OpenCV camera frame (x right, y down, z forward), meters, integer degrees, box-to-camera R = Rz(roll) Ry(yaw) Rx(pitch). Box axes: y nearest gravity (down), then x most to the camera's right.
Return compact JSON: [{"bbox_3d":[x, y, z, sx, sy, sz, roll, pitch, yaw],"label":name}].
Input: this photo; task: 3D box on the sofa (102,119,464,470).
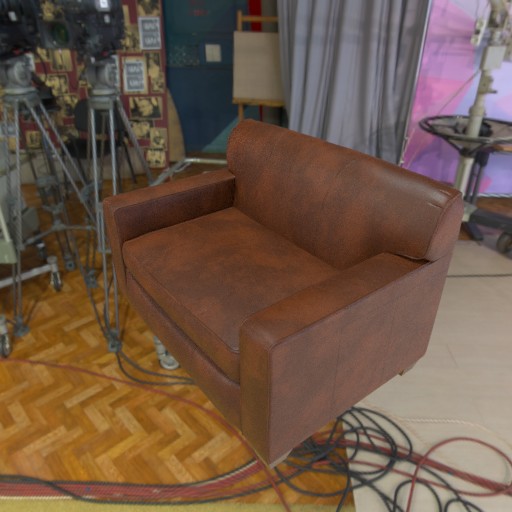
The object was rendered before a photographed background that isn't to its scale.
[{"bbox_3d":[0.000,0.000,2.086,1.000,0.956,1.413,-21,37,-31],"label":"sofa"}]
